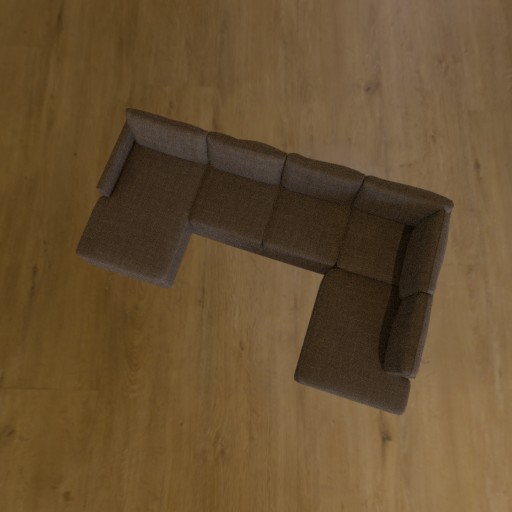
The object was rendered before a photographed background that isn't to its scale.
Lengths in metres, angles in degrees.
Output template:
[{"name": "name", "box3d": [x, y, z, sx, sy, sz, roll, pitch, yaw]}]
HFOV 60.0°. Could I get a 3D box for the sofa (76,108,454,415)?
[{"name": "sofa", "box3d": [0.000, 0.000, 4.360, 3.423, 0.999, 2.048, 17, 76, 5]}]
